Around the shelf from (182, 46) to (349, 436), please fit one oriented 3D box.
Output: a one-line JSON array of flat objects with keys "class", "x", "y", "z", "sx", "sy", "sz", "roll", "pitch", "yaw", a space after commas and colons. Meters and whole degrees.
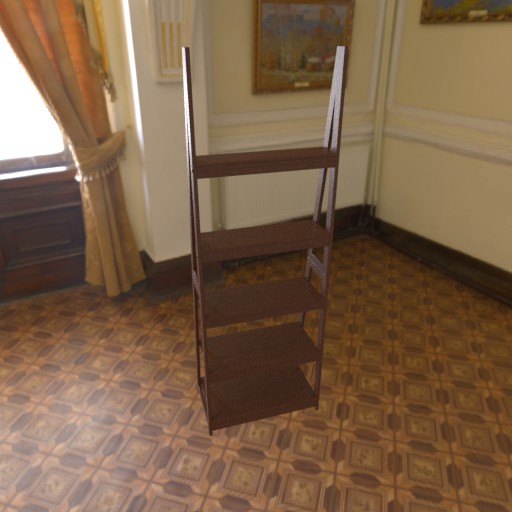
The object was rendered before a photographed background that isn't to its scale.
[{"class": "shelf", "x": 0.000, "y": 0.000, "z": 2.066, "sx": 0.600, "sy": 1.770, "sz": 0.350, "roll": -8, "pitch": 27, "yaw": -15}]
